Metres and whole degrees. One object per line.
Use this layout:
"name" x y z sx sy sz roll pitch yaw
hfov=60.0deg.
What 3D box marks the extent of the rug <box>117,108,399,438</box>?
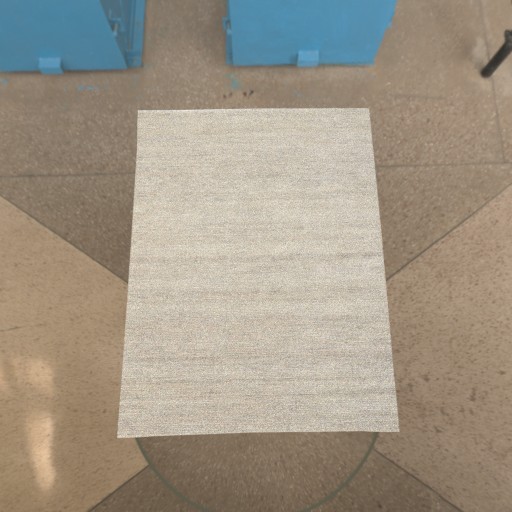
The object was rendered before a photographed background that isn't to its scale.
"rug" 0.000 0.000 4.782 2.757 0.051 3.626 -1 75 0
